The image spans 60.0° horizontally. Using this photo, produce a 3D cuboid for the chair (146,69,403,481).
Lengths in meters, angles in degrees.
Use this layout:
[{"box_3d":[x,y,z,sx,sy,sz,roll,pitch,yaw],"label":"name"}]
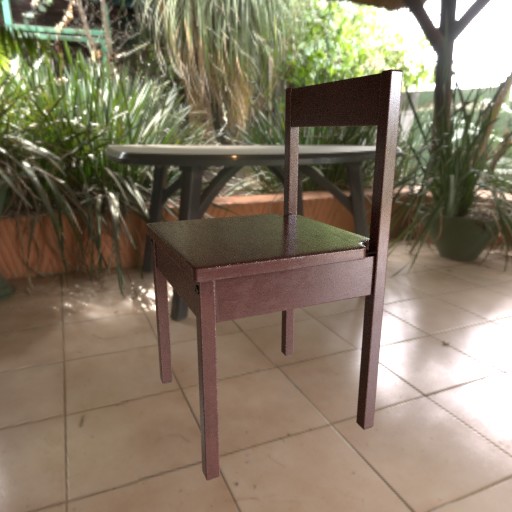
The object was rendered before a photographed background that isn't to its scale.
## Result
[{"box_3d":[0.000,0.000,0.884,0.361,0.668,0.367,-7,17,-23],"label":"chair"}]
